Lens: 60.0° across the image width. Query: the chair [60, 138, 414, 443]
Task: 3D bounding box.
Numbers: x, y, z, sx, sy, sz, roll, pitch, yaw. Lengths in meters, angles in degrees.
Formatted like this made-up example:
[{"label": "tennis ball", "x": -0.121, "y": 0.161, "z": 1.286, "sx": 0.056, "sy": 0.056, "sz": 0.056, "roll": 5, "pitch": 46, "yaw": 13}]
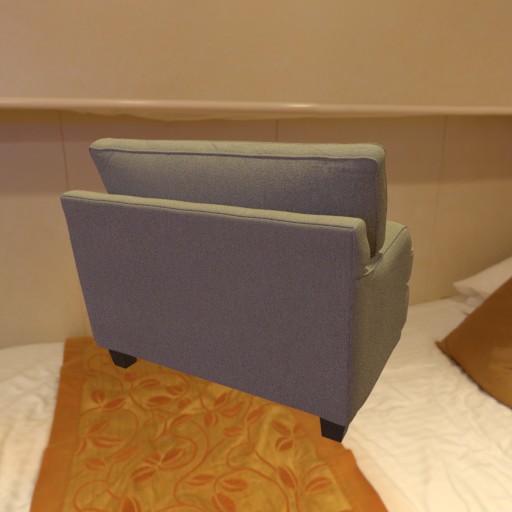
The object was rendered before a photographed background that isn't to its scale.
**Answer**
[{"label": "chair", "x": 0.000, "y": 0.000, "z": 1.969, "sx": 1.220, "sy": 1.016, "sz": 1.041, "roll": 9, "pitch": 19, "yaw": 27}]
